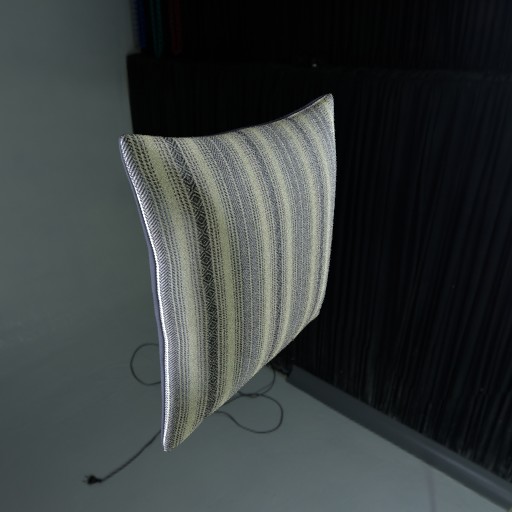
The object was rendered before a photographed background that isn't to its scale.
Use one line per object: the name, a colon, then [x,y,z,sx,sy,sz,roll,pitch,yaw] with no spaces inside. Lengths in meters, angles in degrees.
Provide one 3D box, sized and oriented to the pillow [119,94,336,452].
pillow: [0.000,0.000,0.800,0.166,0.508,0.520,18,31,32]
